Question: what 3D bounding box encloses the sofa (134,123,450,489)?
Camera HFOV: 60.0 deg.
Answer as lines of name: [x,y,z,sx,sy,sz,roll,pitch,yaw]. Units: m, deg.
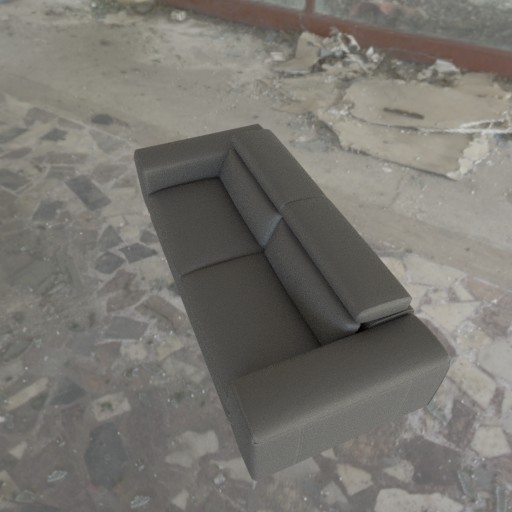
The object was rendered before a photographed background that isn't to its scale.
sofa: [0.000,0.000,2.767,1.023,0.759,2.321,-17,48,-16]
